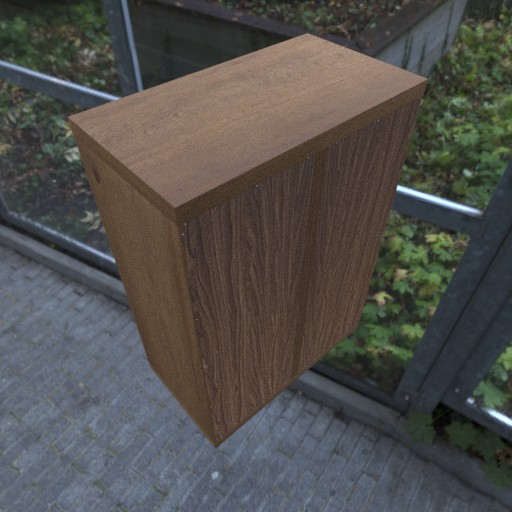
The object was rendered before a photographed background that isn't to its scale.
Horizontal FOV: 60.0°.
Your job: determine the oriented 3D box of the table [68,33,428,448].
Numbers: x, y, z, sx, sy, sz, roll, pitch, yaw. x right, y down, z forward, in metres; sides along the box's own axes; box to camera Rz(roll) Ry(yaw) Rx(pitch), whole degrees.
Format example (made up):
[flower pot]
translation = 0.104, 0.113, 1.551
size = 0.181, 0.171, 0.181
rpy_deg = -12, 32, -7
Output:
[table]
translation = 0.000, 0.000, 1.706
size = 0.901, 1.294, 0.524
rpy_deg = -32, 54, -28
